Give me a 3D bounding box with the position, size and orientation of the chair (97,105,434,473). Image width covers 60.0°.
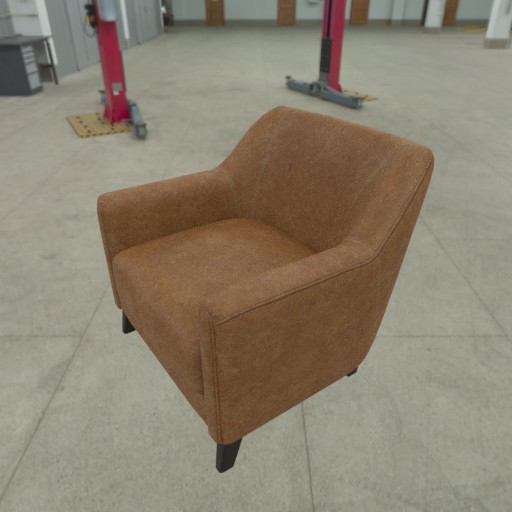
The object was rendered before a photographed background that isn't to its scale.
[{"bbox_3d":[0.000,0.000,1.846,1.034,0.980,1.037,-20,36,-30],"label":"chair"}]
